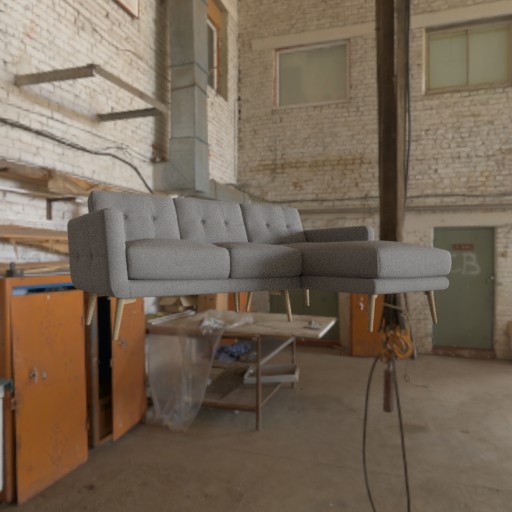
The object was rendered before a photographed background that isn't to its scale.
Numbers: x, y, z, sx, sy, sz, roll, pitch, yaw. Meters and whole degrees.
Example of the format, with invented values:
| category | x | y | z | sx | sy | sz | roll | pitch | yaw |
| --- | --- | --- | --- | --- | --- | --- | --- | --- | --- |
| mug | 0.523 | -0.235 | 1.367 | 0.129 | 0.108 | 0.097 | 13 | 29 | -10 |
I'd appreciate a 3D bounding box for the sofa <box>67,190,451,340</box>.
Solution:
| category | x | y | z | sx | sy | sz | roll | pitch | yaw |
| --- | --- | --- | --- | --- | --- | --- | --- | --- | --- |
| sofa | 0.000 | 0.000 | 2.865 | 2.040 | 0.860 | 1.530 | 0 | 0 | -36 |
